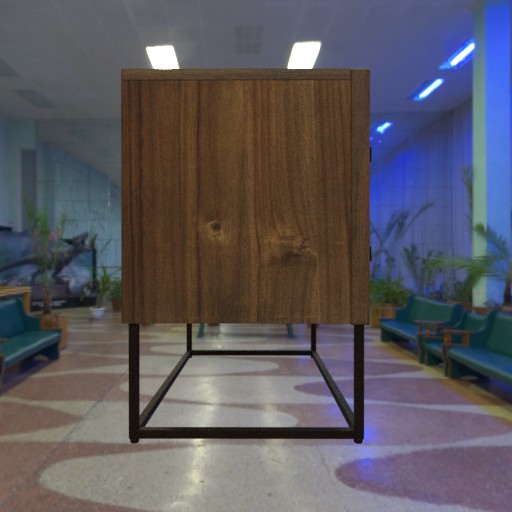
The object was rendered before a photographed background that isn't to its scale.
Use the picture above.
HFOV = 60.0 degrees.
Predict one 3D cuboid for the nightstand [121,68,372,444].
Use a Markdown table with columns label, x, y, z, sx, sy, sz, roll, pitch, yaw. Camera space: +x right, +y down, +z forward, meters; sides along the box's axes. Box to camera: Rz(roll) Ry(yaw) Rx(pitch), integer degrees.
| label | x | y | z | sx | sy | sz | roll | pitch | yaw |
| --- | --- | --- | --- | --- | --- | --- | --- | --- | --- |
| nightstand | 0.000 | 0.000 | 1.021 | 0.437 | 0.610 | 0.610 | 0 | 0 | 0 |
